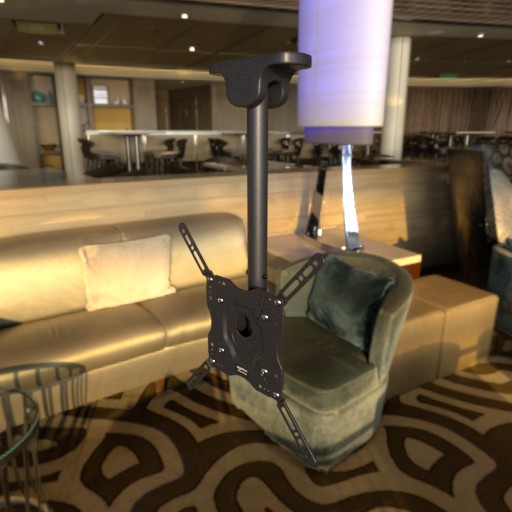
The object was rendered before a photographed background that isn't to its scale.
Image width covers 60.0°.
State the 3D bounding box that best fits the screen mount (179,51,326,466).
[{"bbox_3d":[0.000,0.000,0.890,0.393,0.729,0.090,15,21,42],"label":"screen mount"}]
